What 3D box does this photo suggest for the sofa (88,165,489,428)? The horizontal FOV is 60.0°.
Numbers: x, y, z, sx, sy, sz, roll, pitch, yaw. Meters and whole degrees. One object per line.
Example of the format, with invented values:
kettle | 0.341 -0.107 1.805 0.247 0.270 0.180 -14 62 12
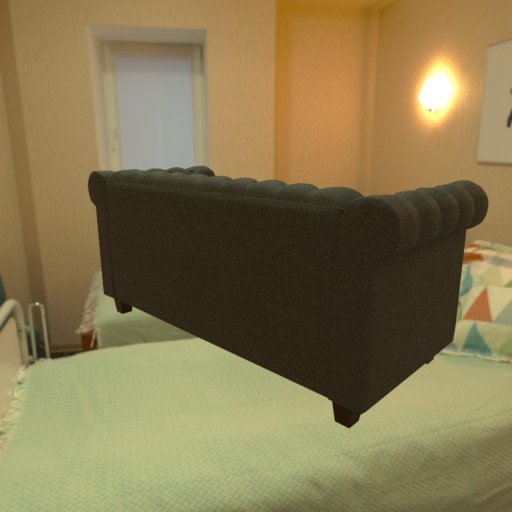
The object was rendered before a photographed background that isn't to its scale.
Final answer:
sofa | 0.000 0.000 2.128 1.798 0.797 0.783 13 20 42
